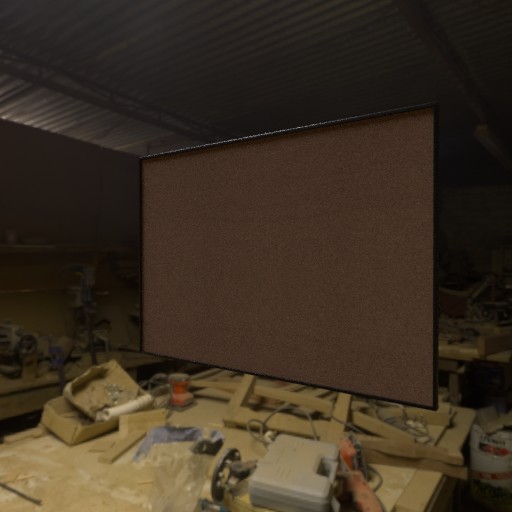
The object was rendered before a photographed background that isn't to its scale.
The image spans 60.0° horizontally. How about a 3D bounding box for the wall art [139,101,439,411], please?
[{"bbox_3d":[0.000,0.000,1.229,0.957,0.660,0.019,0,0,35],"label":"wall art"}]
